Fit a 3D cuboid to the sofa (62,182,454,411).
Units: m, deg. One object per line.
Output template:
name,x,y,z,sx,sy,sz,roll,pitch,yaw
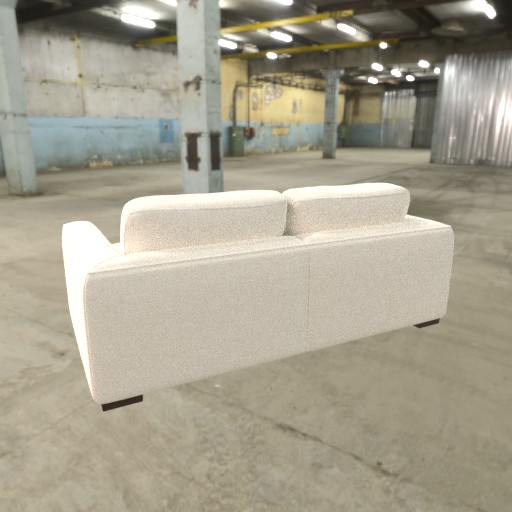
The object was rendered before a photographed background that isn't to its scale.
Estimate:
sofa,0.000,0.000,2.456,1.920,0.801,1.069,-8,17,-26
